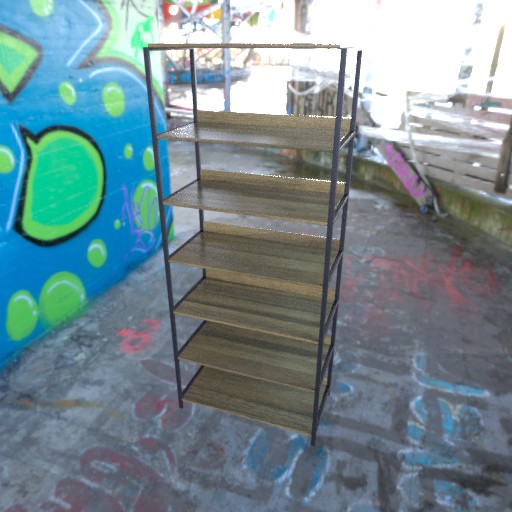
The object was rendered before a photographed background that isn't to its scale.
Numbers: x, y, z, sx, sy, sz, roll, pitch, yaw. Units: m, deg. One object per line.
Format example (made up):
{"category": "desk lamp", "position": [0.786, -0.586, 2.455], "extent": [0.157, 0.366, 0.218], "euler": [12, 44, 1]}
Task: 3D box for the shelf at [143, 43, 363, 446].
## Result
{"category": "shelf", "position": [0.000, 0.000, 2.331], "extent": [0.847, 2.015, 0.431], "euler": [9, 27, 18]}
